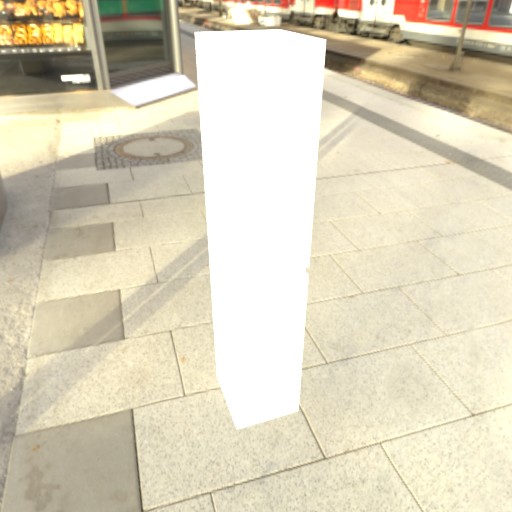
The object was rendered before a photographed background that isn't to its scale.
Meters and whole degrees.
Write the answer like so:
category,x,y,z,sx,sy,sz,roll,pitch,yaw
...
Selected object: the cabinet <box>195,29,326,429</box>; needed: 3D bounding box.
category,x,y,z,sx,sy,sz,roll,pitch,yaw
cabinet,0.000,0.000,1.565,0.269,1.400,0.300,-11,33,-17
